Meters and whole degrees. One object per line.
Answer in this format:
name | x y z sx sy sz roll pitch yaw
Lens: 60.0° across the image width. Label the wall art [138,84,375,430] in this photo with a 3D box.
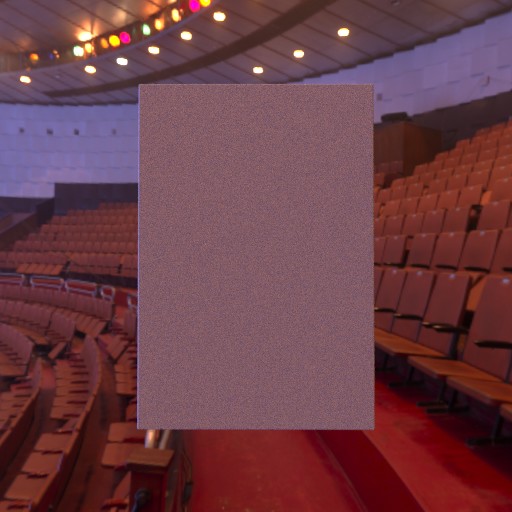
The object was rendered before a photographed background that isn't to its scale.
wall art | 0.000 0.000 0.623 0.329 0.482 0.011 0 -1 0
